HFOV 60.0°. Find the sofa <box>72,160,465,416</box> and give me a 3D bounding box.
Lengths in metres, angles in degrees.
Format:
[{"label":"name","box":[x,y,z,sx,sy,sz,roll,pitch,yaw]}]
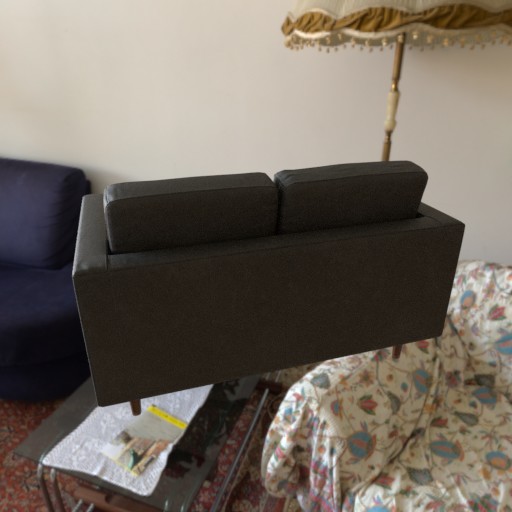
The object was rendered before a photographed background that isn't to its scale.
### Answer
[{"label":"sofa","box":[0.000,0.000,1.994,1.430,0.899,0.879,-8,26,-16]}]
